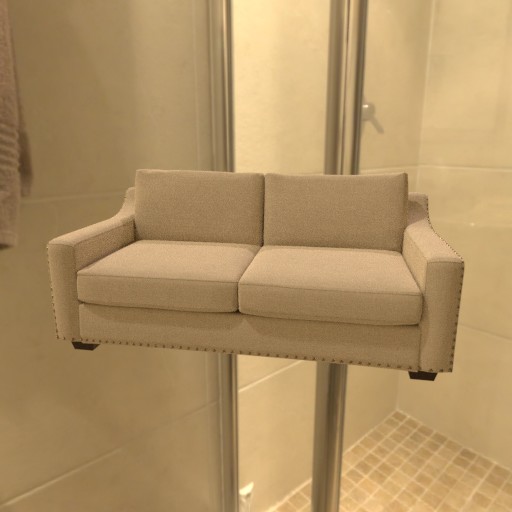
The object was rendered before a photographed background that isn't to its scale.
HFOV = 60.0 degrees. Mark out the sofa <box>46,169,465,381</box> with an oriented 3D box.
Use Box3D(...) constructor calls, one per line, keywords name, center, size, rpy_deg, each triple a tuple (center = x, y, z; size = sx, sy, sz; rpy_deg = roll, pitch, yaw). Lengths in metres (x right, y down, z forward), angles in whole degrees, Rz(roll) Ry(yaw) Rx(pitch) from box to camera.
Box3D(name="sofa", center=(0.000, 0.000, 2.693), size=(2.107, 0.983, 1.104), rpy_deg=(3, 15, 10))
